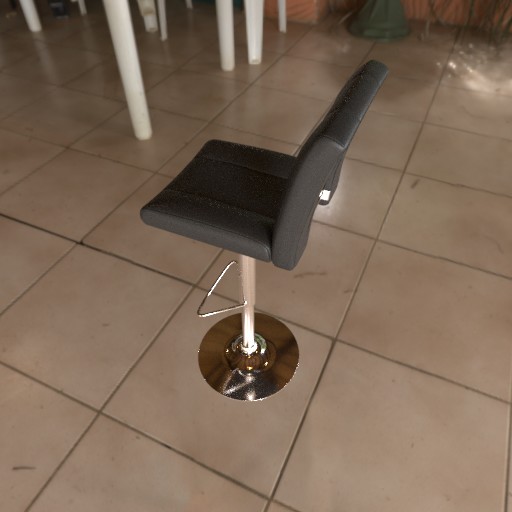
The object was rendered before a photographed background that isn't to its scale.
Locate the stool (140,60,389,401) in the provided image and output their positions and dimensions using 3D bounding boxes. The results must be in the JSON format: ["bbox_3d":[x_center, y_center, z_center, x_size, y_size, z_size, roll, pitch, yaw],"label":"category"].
[{"bbox_3d":[0.000,0.000,1.382,0.520,1.151,0.415,17,48,17],"label":"stool"}]
